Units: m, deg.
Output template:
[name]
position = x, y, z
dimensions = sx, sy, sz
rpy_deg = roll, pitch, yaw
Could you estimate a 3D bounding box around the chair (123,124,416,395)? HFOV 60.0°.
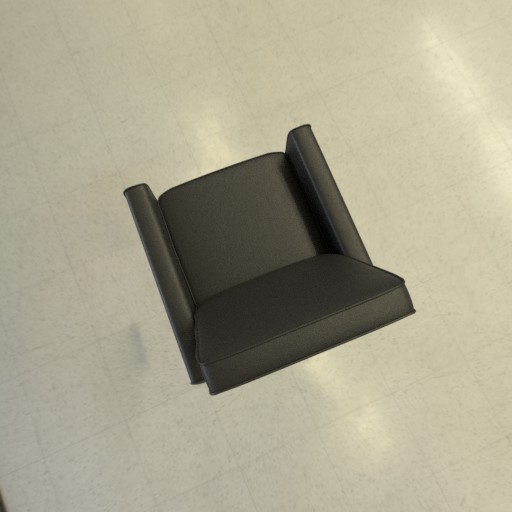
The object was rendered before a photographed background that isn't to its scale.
[chair]
position = 0.000, 0.000, 1.535
dimensions = 0.705, 1.013, 0.746
rpy_deg = -21, 77, -5
